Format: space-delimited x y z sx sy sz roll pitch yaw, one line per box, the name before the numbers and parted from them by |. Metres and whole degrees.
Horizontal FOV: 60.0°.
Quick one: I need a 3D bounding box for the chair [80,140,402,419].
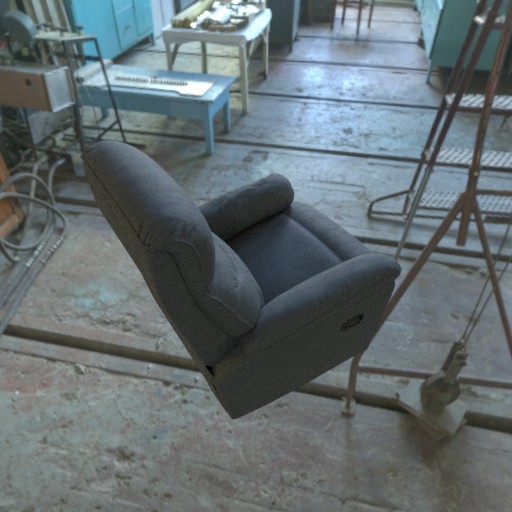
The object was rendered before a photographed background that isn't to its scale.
chair | 0.000 0.000 1.757 1.004 1.037 0.820 -23 46 -24
